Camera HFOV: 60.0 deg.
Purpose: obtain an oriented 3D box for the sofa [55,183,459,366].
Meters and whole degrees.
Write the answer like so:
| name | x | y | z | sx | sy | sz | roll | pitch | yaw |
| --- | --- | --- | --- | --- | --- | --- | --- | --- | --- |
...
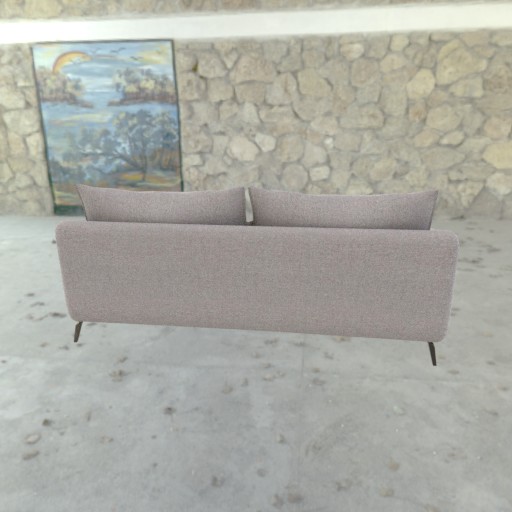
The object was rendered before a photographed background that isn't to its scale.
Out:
| name | x | y | z | sx | sy | sz | roll | pitch | yaw |
| --- | --- | --- | --- | --- | --- | --- | --- | --- | --- |
| sofa | 0.000 | 0.000 | 2.453 | 2.022 | 0.833 | 0.809 | 2 | 15 | 8 |
